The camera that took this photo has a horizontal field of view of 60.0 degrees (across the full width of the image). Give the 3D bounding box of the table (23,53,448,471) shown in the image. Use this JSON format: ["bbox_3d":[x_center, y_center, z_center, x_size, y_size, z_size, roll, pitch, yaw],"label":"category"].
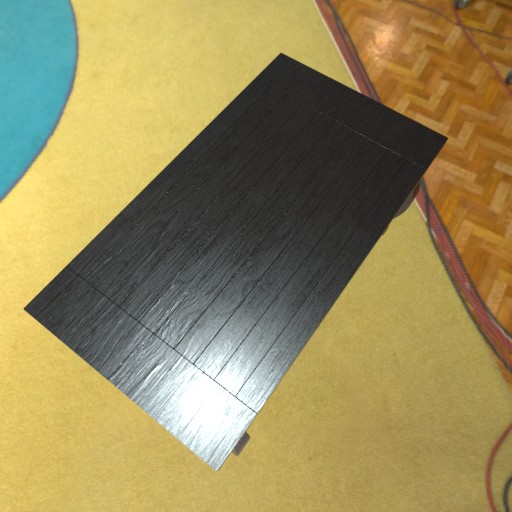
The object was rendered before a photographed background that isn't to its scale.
[{"bbox_3d":[0.000,0.000,1.378,0.600,0.494,1.062,34,69,15],"label":"table"}]
